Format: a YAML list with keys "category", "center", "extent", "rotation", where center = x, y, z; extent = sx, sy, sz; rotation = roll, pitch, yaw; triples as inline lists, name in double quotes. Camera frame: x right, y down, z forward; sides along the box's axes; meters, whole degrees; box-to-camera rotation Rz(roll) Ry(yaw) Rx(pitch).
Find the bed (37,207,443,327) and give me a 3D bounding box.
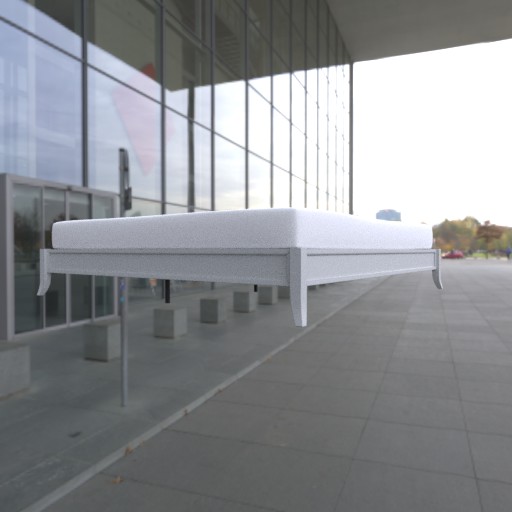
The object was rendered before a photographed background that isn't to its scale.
- category: "bed"
  center: [0.000, 0.000, 3.143]
  extent: [2.007, 0.510, 2.108]
  rotation: [1, 1, 37]
